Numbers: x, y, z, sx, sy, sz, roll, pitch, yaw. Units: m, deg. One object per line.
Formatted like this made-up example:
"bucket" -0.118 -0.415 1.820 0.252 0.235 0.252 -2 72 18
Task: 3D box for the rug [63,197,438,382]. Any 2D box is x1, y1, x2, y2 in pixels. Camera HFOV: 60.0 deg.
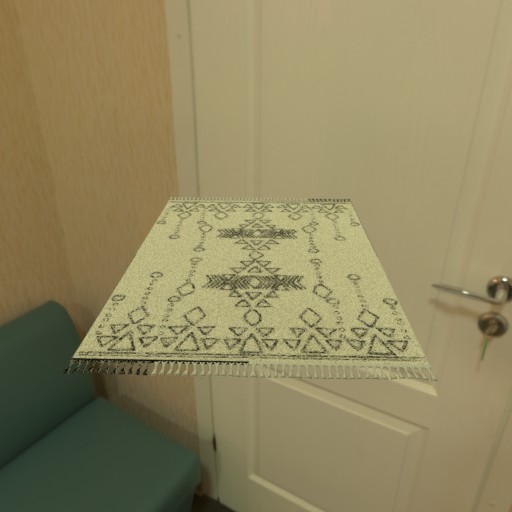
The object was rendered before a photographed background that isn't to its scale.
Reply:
"rug" 0.000 0.000 2.919 1.600 0.013 2.312 1 26 2
